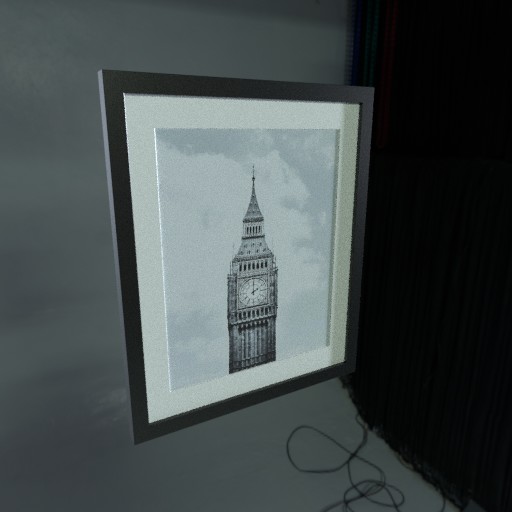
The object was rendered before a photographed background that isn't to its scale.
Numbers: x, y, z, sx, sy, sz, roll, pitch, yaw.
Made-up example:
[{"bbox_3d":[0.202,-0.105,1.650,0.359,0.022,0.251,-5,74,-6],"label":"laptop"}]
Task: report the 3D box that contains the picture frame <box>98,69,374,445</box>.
[{"bbox_3d":[0.000,0.000,0.752,0.460,0.556,0.028,-9,18,-28],"label":"picture frame"}]
